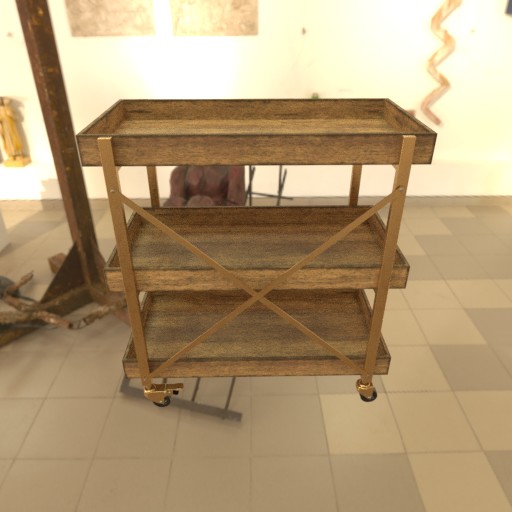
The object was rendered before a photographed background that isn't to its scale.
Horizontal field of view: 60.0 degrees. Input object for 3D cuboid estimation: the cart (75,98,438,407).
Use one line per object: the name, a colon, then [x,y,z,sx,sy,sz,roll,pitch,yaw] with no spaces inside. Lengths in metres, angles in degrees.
cart: [0.000,0.000,1.276,0.750,0.799,0.416,-1,30,-1]
